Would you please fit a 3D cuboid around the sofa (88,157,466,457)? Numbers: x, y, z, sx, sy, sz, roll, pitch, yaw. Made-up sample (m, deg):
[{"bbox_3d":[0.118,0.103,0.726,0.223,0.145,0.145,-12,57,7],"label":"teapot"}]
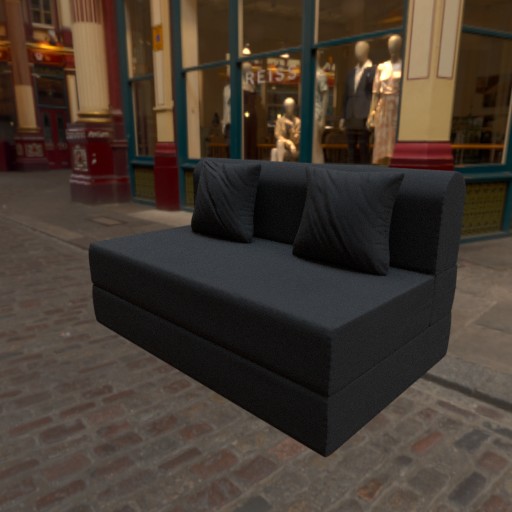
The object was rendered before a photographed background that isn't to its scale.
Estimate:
[{"bbox_3d":[0.000,0.000,1.684,1.225,0.670,0.762,14,21,42],"label":"sofa"}]
